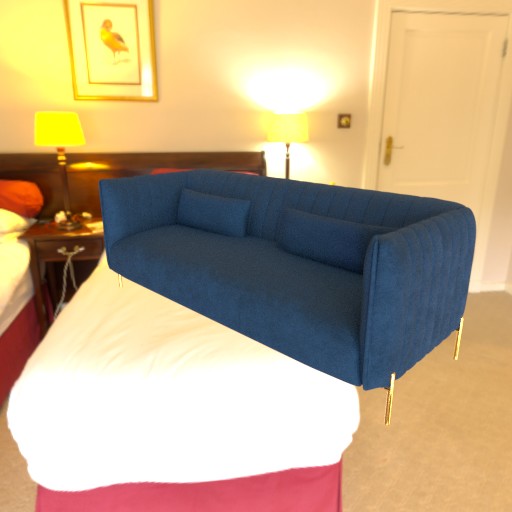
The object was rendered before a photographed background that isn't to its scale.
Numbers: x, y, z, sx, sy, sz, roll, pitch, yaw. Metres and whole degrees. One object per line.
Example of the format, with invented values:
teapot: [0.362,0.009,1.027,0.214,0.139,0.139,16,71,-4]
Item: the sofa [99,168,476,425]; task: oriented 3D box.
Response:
sofa: [0.000,0.000,2.564,2.136,0.793,0.896,17,24,42]
